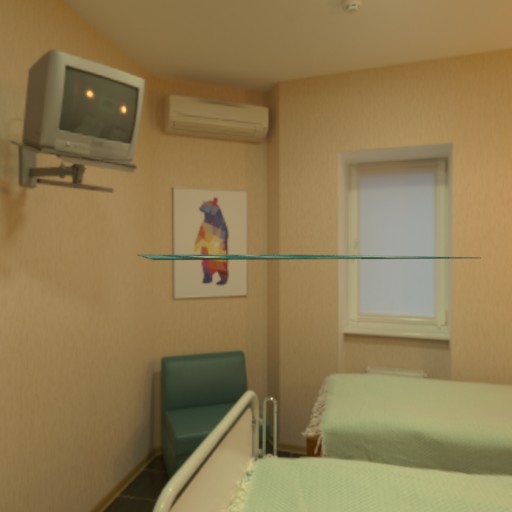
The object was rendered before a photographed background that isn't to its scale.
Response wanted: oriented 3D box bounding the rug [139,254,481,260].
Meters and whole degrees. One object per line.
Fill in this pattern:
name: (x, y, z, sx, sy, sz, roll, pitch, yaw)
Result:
rug: (0.000, 0.000, 3.037, 1.528, 0.005, 2.420, 0, 1, -16)
